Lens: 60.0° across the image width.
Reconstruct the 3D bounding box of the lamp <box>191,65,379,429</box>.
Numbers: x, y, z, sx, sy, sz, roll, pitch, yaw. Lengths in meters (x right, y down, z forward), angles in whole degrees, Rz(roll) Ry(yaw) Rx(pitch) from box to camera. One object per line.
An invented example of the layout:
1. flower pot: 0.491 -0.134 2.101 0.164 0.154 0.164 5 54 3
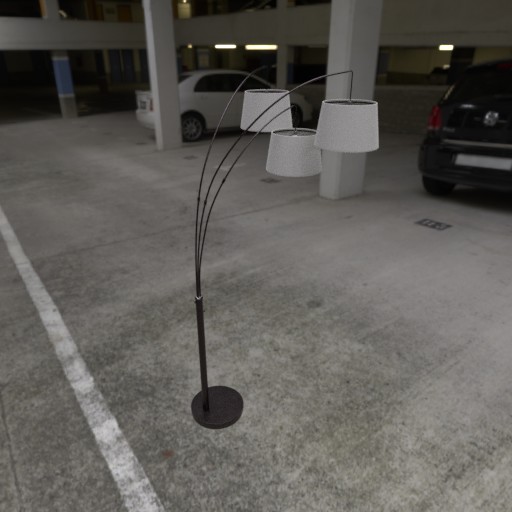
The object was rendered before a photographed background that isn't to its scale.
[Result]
1. lamp: 0.000 0.000 2.508 0.924 1.950 0.951 -16 30 -31
